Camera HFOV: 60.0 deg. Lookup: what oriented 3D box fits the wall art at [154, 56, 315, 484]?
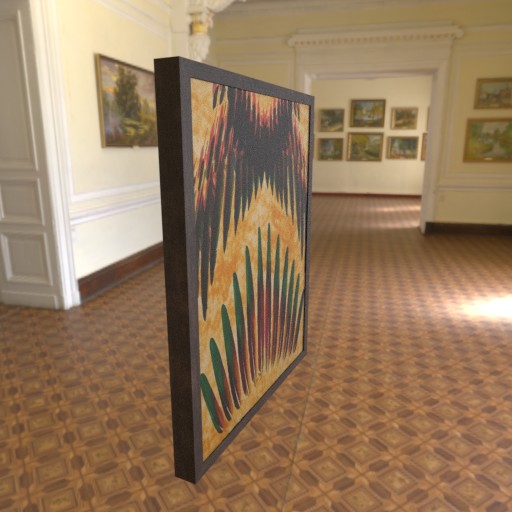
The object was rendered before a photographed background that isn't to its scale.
[{"bbox_3d":[0.000,0.000,0.553,0.027,0.406,0.329,7,15,26],"label":"wall art"}]
